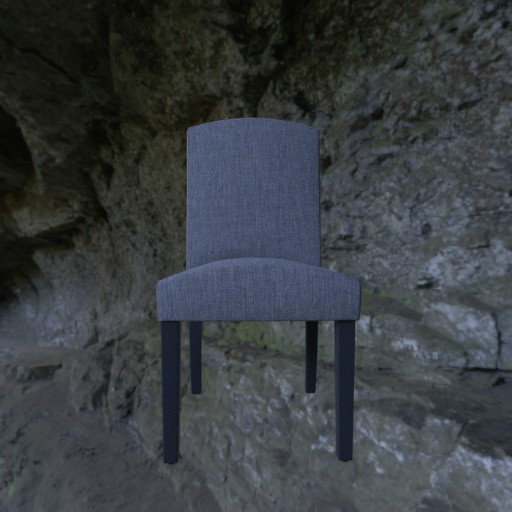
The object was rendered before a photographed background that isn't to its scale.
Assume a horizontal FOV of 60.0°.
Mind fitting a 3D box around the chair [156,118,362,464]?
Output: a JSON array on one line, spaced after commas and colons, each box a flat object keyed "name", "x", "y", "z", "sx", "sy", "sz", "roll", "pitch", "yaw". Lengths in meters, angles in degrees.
[{"name": "chair", "x": 0.000, "y": 0.000, "z": 1.233, "sx": 0.451, "sy": 0.917, "sz": 0.580, "roll": 0, "pitch": 1, "yaw": -2}]
